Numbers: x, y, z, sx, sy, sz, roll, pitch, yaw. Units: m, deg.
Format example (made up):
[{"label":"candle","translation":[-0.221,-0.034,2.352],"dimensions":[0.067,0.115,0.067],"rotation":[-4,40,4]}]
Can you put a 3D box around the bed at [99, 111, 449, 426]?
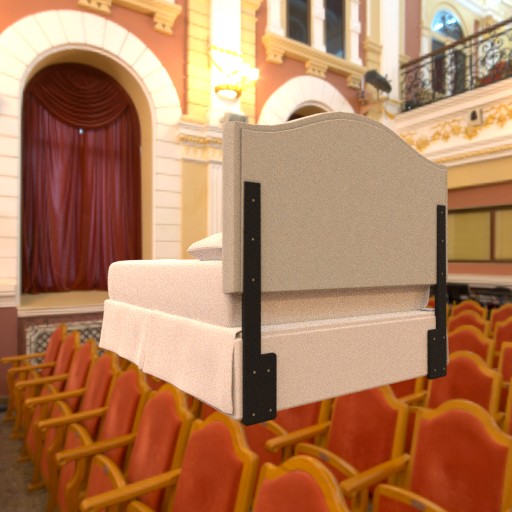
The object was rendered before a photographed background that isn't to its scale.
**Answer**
[{"label":"bed","translation":[0.000,0.000,3.408],"dimensions":[1.813,1.607,2.180],"rotation":[0,-1,-35]}]
